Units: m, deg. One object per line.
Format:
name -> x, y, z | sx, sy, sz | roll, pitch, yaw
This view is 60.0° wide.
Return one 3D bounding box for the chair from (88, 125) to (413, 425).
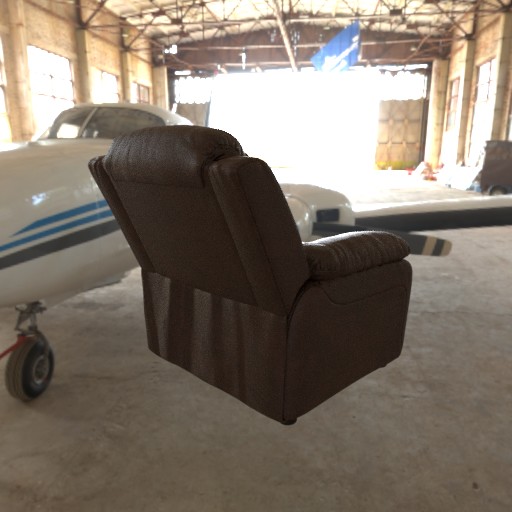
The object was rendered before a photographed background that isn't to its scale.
chair -> 0.000, 0.000, 1.280 | 0.680, 0.702, 0.707 | 13, 18, 43
